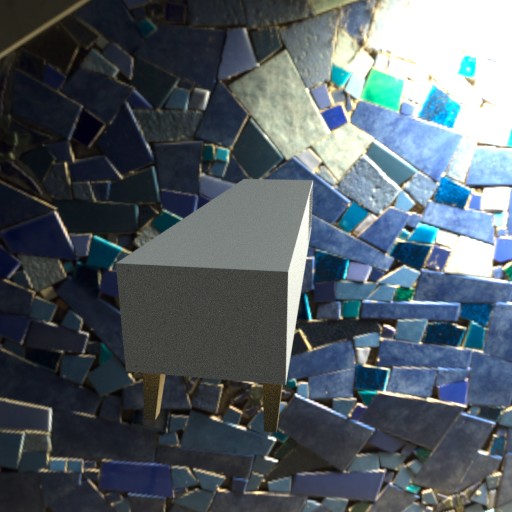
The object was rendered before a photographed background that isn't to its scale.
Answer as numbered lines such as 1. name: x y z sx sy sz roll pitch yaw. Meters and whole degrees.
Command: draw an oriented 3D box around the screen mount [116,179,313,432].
1. screen mount: 0.000 0.000 1.834 0.399 0.432 1.644 3 17 8
